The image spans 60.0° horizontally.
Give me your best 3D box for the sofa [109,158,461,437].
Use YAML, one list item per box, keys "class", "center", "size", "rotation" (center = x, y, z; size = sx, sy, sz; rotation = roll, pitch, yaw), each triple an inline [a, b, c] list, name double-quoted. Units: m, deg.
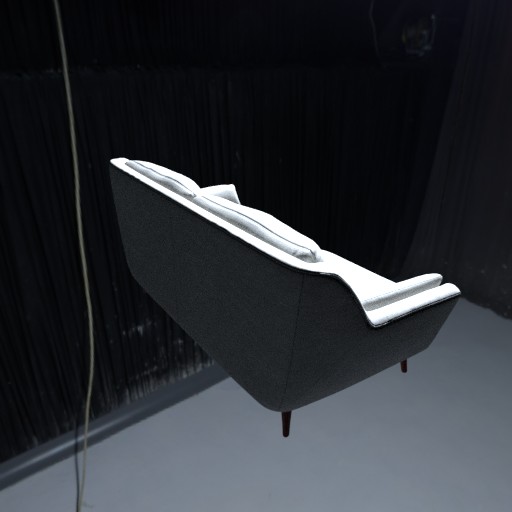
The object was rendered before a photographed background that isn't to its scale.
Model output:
- class: "sofa"
  center: [0.000, 0.000, 2.454]
  size: [0.976, 0.897, 1.930]
  rotation: [-18, 31, -32]
